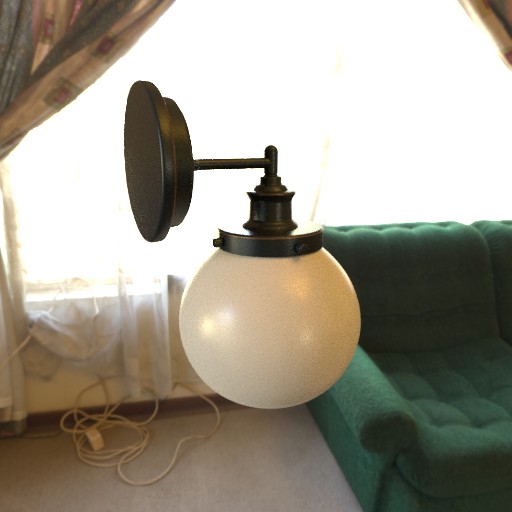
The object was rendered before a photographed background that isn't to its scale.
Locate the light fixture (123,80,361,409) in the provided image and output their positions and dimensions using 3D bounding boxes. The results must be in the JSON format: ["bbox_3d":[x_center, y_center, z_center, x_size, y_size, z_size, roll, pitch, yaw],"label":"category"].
[{"bbox_3d":[0.000,0.000,0.466,0.230,0.332,0.197,-7,16,-27],"label":"light fixture"}]
